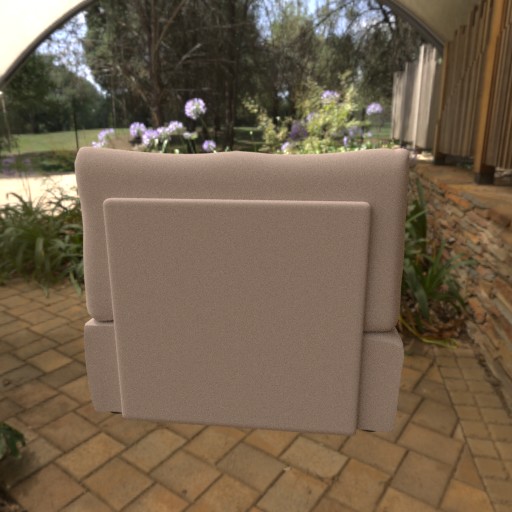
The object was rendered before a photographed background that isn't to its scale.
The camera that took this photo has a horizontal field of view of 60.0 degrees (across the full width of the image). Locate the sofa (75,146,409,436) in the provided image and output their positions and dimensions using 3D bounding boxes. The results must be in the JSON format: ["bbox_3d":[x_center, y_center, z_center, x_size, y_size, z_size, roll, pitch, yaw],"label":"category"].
[{"bbox_3d":[0.000,0.000,1.694,0.935,0.828,1.000,2,15,6],"label":"sofa"}]
